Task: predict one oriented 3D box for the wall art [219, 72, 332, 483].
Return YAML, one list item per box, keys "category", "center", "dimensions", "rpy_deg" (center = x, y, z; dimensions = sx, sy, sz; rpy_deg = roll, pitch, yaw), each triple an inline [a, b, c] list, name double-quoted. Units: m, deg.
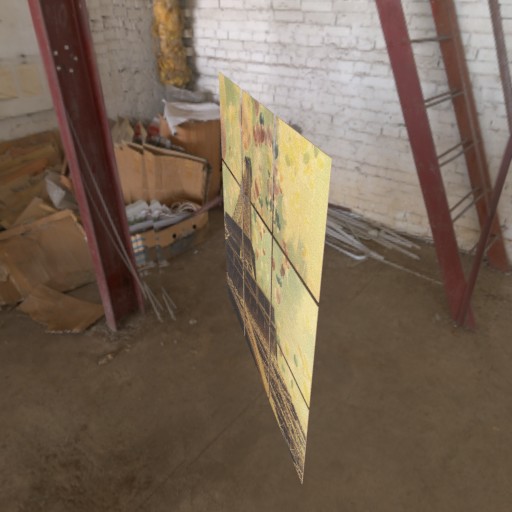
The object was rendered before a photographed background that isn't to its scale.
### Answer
- category: "wall art"
  center: [0.000, 0.000, 2.221]
  dimensions: [0.002, 1.505, 1.517]
  rpy_deg: [-8, 32, -13]
